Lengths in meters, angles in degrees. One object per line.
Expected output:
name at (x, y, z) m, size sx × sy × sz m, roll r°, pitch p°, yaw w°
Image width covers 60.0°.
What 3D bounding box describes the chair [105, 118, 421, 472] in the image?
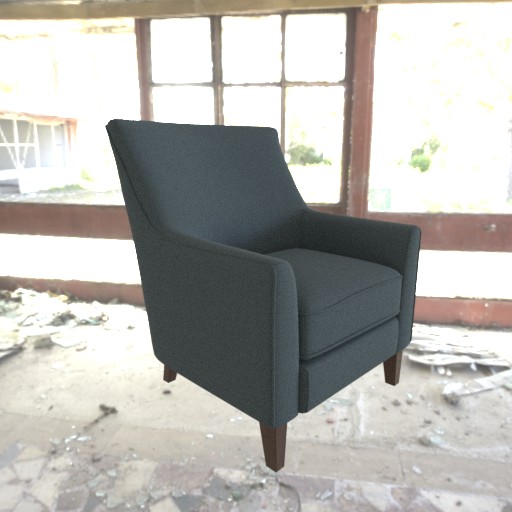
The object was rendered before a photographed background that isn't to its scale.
chair at (0.000, 0.000, 1.550) m, size 0.756 × 0.916 × 0.879 m, roll -13°, pitch 18°, yaw -43°
